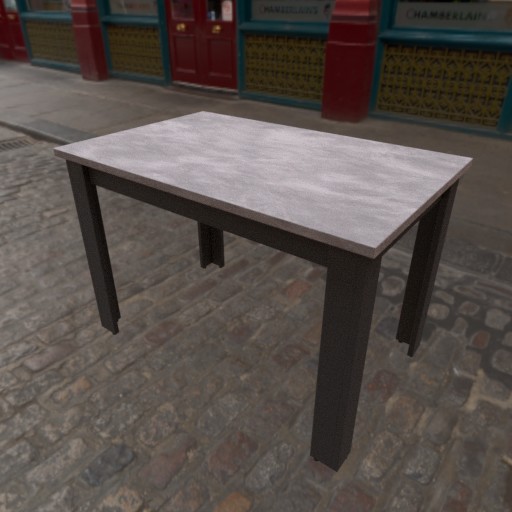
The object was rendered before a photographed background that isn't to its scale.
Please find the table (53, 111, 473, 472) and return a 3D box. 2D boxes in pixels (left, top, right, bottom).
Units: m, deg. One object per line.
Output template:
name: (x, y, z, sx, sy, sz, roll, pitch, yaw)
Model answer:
table: (0.000, 0.000, 1.553, 1.100, 0.734, 0.700, 21, 36, 32)
